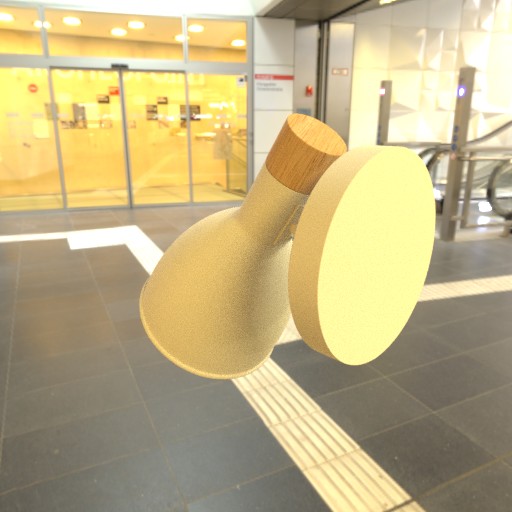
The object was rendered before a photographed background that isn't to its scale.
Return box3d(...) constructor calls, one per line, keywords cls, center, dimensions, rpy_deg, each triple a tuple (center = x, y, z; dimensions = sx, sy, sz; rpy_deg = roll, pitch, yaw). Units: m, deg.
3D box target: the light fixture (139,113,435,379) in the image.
box3d(cls="light fixture", center=(0.000, 0.000, 0.327), dimensions=(0.209, 0.199, 0.127), rpy_deg=(16, 23, 42))
